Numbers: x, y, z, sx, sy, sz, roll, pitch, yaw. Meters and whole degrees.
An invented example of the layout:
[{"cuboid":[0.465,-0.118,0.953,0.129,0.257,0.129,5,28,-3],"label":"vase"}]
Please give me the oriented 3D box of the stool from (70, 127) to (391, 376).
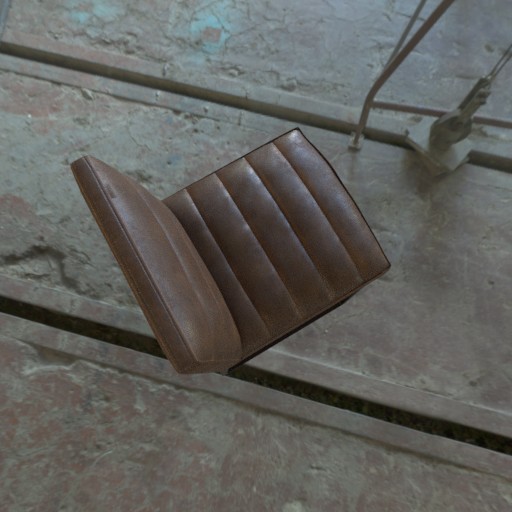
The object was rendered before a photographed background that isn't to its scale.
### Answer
[{"cuboid":[0.000,0.000,1.239,0.562,0.942,0.463,-29,77,-8],"label":"stool"}]
